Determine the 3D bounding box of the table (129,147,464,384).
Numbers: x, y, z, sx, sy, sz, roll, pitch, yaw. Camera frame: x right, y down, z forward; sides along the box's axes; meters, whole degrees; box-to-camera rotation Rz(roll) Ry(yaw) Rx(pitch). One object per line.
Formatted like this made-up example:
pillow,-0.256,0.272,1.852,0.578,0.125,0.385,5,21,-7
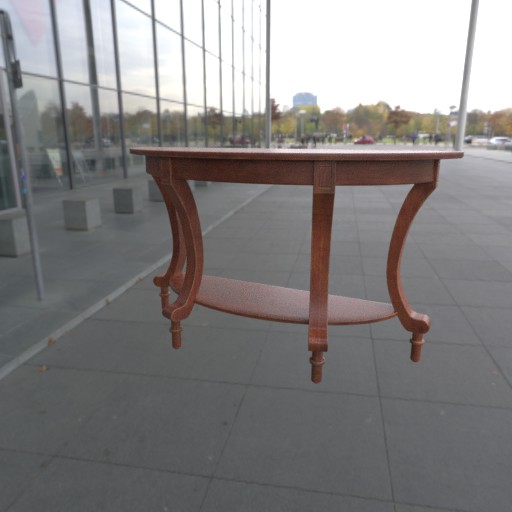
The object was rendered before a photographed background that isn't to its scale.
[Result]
table,0.000,0.000,1.503,1.198,0.699,0.394,7,17,25
